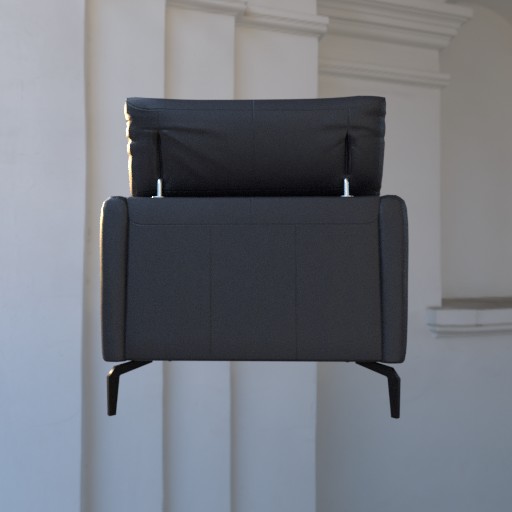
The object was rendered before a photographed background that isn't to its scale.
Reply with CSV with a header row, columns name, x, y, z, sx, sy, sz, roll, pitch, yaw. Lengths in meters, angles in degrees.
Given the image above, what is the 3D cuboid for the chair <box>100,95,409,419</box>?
name,x,y,z,sx,sy,sz,roll,pitch,yaw
chair,0.000,0.000,1.681,0.976,0.949,0.809,0,-2,2
